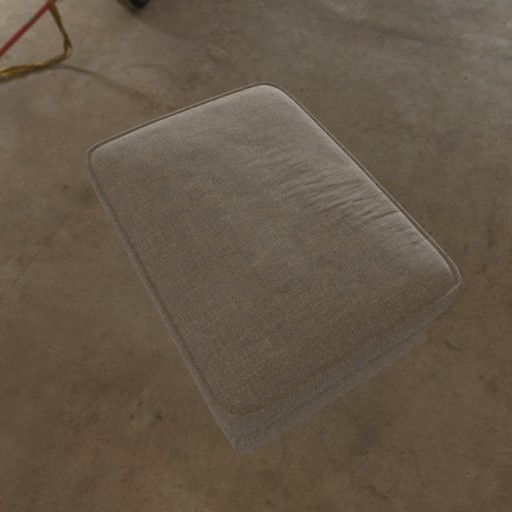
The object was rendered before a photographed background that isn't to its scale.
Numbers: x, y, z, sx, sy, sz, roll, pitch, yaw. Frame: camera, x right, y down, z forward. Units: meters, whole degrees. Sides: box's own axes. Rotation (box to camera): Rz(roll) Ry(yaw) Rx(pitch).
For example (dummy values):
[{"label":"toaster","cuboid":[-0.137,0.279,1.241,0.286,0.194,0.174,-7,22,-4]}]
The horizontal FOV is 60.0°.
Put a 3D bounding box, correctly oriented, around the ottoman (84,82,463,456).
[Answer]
[{"label":"ottoman","cuboid":[0.000,0.000,1.118,0.559,0.457,0.762,-27,62,-16]}]
